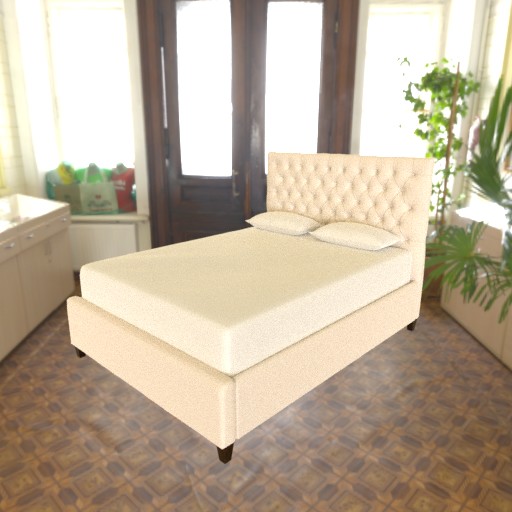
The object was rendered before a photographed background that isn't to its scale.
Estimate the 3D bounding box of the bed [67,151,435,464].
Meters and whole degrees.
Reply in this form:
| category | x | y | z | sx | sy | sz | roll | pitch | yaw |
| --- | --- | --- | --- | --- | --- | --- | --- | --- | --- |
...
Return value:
| category | x | y | z | sx | sy | sz | roll | pitch | yaw |
| --- | --- | --- | --- | --- | --- | --- | --- | --- | --- |
| bed | 0.000 | 0.000 | 3.337 | 1.696 | 1.426 | 2.233 | 14 | 21 | 41 |
